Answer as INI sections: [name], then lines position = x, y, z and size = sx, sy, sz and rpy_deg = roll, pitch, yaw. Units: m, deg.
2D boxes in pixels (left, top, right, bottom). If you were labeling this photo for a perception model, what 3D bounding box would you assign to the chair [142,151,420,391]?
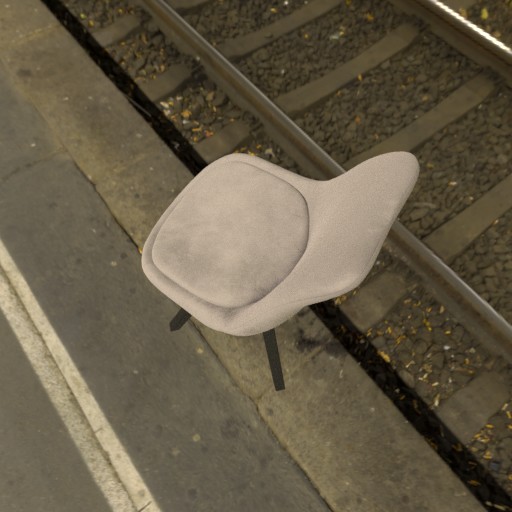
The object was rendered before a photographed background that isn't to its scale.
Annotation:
[chair]
position = 0.000, 0.000, 1.184
size = 0.550, 0.850, 0.485
rpy_deg = 28, 67, 13
